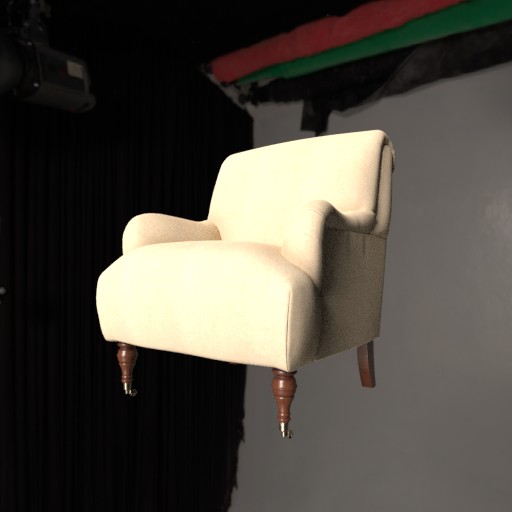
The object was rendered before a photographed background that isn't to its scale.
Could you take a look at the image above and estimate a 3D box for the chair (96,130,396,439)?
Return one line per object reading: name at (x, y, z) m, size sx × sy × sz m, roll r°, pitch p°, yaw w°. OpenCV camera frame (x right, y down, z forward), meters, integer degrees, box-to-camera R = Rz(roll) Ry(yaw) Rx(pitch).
chair at (0.000, 0.000, 1.558) m, size 0.766 × 0.944 × 0.842 m, roll 0°, pitch 0°, yaw 35°
